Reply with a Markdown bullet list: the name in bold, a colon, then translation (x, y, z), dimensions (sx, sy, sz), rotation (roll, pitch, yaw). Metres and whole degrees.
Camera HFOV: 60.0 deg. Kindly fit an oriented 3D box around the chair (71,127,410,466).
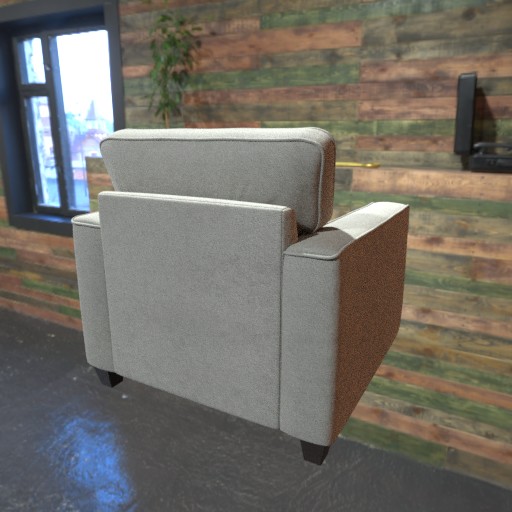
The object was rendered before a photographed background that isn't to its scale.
- **chair**: translation (0.000, 0.000, 1.752), dimensions (1.015, 0.965, 0.939), rotation (8, 17, 28)
